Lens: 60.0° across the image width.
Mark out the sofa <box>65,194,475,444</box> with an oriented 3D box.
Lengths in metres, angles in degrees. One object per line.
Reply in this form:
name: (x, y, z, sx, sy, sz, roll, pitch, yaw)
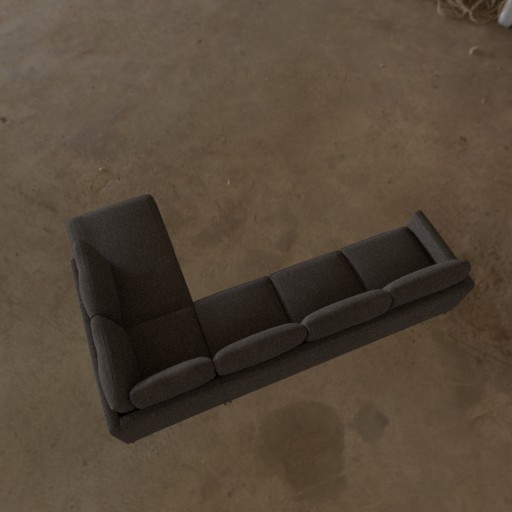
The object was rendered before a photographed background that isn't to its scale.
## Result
sofa: (0.000, 0.000, 3.805, 2.949, 0.815, 2.007, -19, 62, -11)
